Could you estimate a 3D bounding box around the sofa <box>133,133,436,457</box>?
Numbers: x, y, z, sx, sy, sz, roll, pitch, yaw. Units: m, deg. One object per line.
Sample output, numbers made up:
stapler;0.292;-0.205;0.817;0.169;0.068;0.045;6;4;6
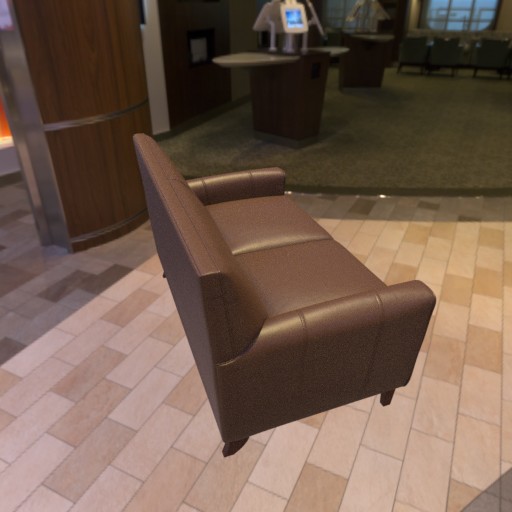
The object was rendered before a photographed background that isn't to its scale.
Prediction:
sofa;0.000;0.000;2.073;0.853;0.859;1.468;-10;32;-17
